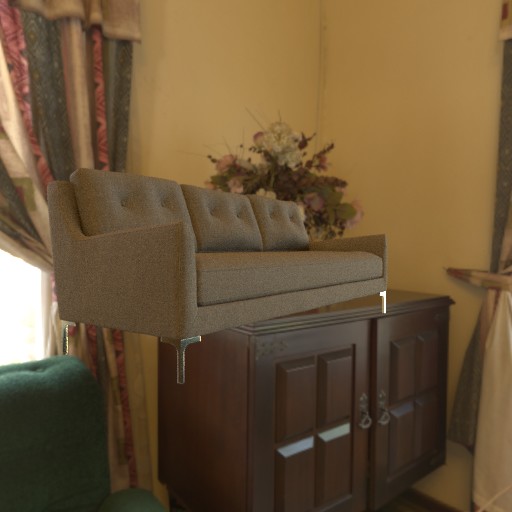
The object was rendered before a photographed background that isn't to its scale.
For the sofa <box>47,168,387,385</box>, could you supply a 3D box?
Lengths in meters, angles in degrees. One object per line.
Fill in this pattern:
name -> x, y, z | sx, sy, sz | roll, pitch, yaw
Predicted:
sofa -> 0.000, 0.000, 2.558 | 0.849, 0.837, 2.060 | 1, 2, 36
